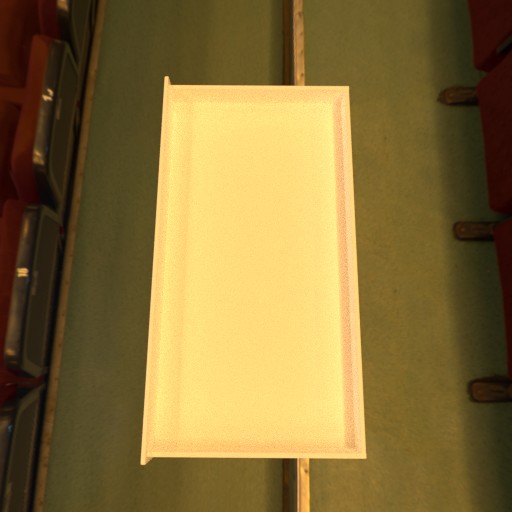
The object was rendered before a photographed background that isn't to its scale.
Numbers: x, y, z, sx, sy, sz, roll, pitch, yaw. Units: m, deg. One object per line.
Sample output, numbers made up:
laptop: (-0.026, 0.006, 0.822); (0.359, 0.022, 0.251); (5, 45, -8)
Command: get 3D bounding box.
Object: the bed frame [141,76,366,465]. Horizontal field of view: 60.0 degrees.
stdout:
bed frame: (0.000, 0.000, 1.520); (0.670, 0.141, 1.300); (0, 77, 0)
